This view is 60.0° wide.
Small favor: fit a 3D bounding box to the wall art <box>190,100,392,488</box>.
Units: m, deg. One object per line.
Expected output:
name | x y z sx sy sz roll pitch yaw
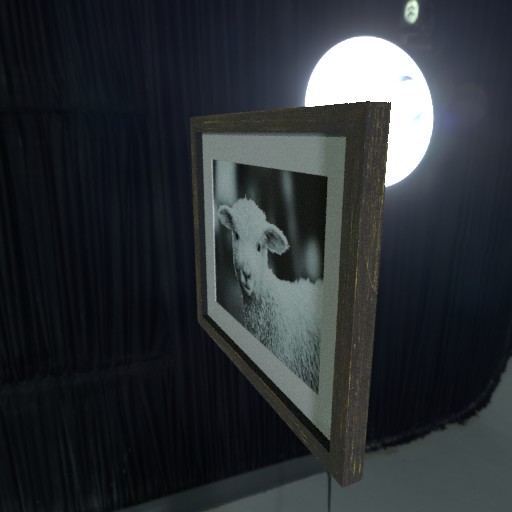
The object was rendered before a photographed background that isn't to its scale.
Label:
wall art | 0.000 0.000 0.740 0.032 0.457 0.558 -7 17 -25
